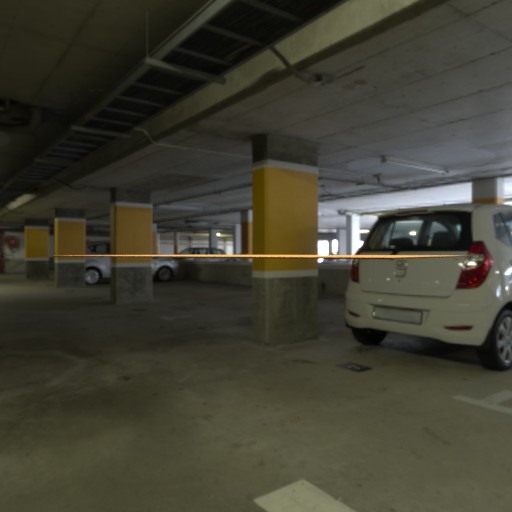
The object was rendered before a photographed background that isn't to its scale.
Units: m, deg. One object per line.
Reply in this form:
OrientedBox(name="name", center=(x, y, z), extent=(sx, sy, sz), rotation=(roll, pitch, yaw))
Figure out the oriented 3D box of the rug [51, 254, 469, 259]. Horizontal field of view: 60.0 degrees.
OrientedBox(name="rug", center=(0.000, 0.000, 2.201), extent=(1.747, 0.006, 1.143), rotation=(0, 0, 36))
